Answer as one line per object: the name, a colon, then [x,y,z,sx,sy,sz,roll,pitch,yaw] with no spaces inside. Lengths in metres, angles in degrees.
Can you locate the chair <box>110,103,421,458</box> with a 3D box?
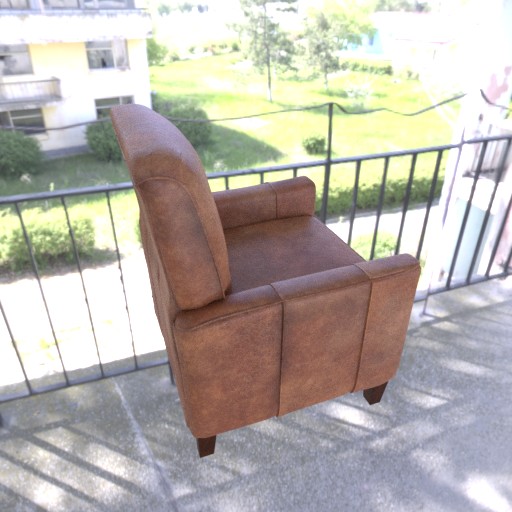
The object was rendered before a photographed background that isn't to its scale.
chair: [0.000,0.000,1.624,0.836,1.043,0.843,-11,32,-17]
